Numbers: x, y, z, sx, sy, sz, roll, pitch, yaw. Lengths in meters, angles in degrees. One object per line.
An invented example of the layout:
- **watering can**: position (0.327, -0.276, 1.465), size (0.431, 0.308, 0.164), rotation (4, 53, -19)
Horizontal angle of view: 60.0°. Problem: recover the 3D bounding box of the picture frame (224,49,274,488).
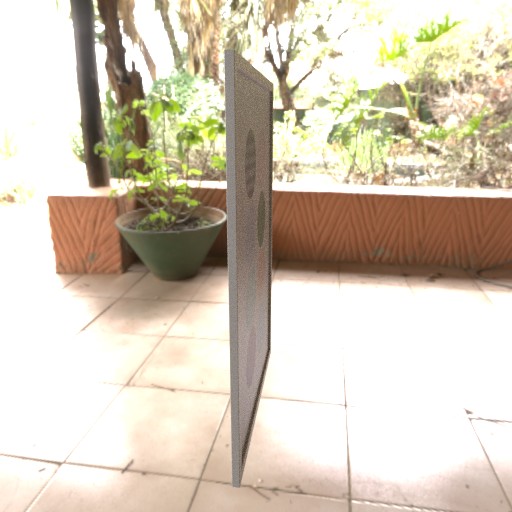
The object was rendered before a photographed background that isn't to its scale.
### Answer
- **picture frame**: position (0.000, 0.000, 0.851), size (0.013, 0.657, 0.457), rotation (2, 16, 8)
